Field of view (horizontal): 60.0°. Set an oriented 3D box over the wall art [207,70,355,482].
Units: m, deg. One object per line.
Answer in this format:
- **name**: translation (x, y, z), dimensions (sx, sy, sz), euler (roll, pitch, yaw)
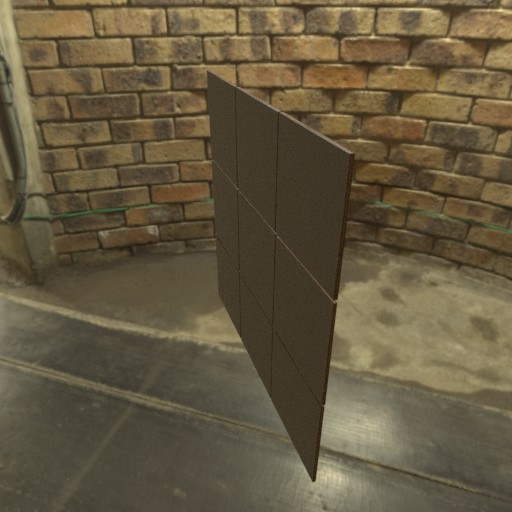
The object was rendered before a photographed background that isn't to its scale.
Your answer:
- **wall art**: translation (0.000, 0.000, 1.337), dimensions (0.010, 0.917, 0.919), euler (-11, 33, -17)
